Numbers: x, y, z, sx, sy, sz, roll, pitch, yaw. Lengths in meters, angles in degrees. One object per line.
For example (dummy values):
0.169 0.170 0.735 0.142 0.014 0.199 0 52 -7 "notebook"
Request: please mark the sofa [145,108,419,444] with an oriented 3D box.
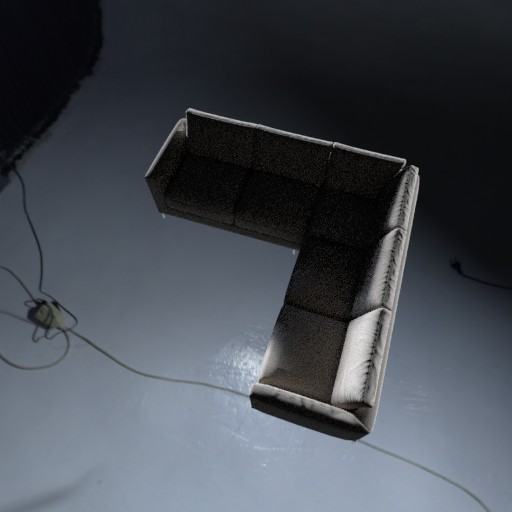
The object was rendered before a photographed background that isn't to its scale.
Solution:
0.000 0.000 3.891 2.438 0.864 2.438 16 60 9 "sofa"
